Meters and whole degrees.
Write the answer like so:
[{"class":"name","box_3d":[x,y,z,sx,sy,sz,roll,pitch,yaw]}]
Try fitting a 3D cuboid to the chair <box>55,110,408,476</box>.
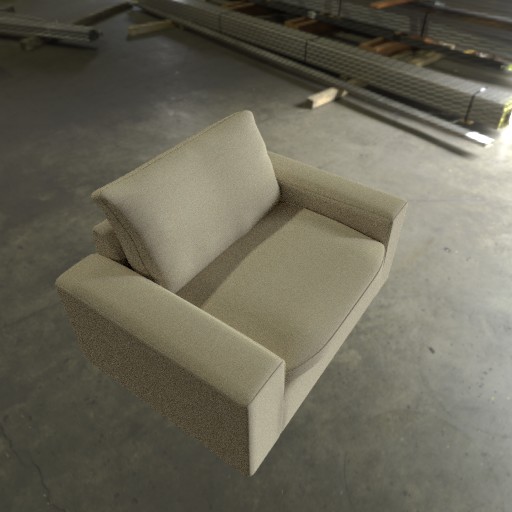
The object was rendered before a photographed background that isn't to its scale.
[{"class":"chair","box_3d":[0.000,0.000,2.069,1.039,0.915,1.398,25,47,26]}]
